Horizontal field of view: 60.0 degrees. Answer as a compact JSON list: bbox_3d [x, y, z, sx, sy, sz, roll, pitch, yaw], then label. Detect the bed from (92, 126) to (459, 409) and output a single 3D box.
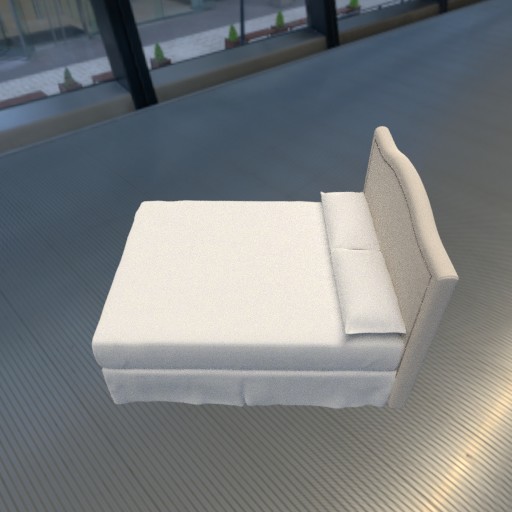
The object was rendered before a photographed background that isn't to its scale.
[{"bbox_3d":[0.000,0.000,3.353,2.143,1.460,1.753,0,42,0],"label":"bed"}]
